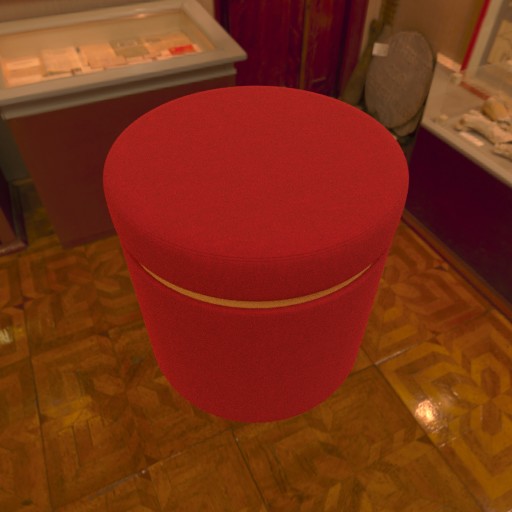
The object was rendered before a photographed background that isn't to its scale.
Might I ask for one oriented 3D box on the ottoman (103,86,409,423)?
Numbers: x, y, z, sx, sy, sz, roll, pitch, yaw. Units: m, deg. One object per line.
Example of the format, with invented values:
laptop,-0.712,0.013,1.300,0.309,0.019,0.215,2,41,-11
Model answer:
ottoman,0.000,0.000,0.725,0.400,0.406,0.400,0,46,0
